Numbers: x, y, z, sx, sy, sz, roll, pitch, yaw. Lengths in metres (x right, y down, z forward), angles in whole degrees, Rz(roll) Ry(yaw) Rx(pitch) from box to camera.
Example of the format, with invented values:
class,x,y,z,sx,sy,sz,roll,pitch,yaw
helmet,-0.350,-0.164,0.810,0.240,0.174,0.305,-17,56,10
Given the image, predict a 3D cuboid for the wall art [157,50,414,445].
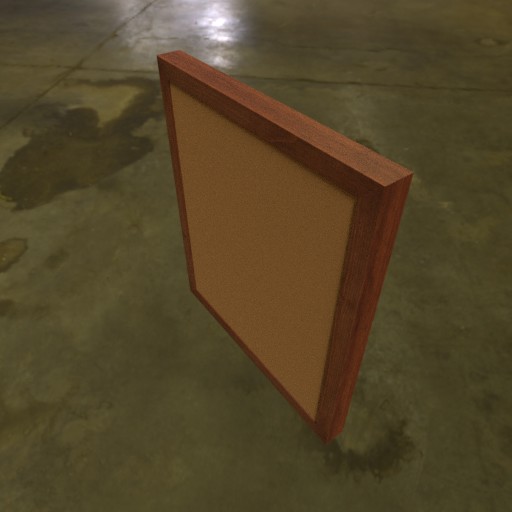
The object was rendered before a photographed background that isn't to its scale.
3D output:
class,x,y,z,sx,sy,sz,roll,pitch,yaw
wall art,0.000,0.000,0.531,0.030,0.381,0.330,-27,48,-26
